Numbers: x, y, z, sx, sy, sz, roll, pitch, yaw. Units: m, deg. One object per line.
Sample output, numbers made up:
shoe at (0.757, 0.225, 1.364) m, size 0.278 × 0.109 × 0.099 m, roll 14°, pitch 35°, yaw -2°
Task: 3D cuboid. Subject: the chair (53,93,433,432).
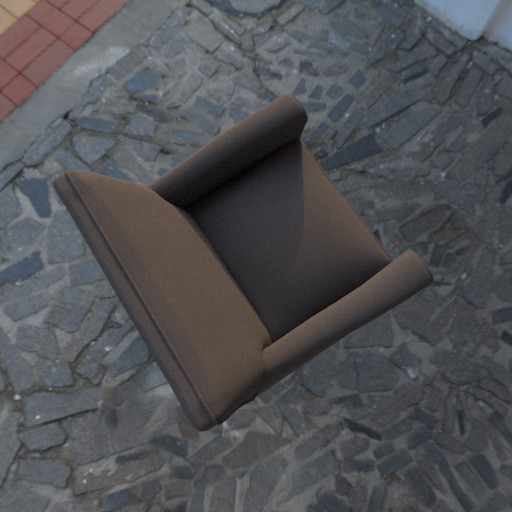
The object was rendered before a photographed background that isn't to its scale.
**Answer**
chair at (0.000, 0.000, 1.596) m, size 0.831 × 0.911 × 0.836 m, roll -32°, pitch 78°, yaw -8°
